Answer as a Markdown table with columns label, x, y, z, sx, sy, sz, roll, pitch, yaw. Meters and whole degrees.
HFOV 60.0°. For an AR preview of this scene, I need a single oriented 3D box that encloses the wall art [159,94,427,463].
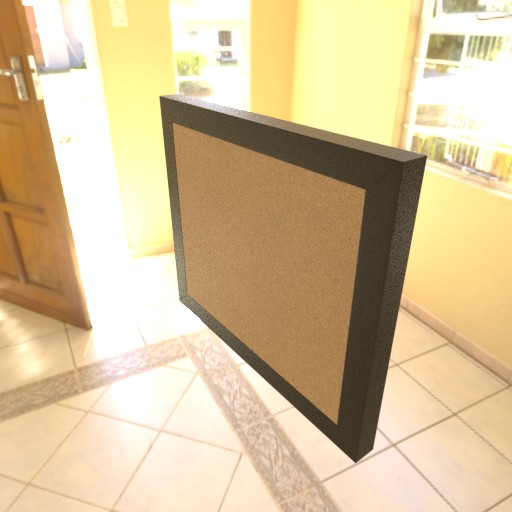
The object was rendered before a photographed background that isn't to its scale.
| label | x | y | z | sx | sy | sz | roll | pitch | yaw |
| --- | --- | --- | --- | --- | --- | --- | --- | --- | --- |
| wall art | 0.000 | 0.000 | 0.529 | 0.028 | 0.321 | 0.381 | -20 | 34 | -32 |
